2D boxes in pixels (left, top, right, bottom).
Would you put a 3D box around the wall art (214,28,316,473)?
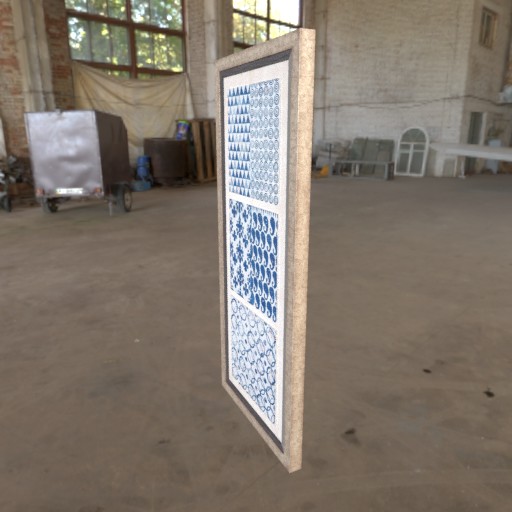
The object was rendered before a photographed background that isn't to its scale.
[{"bbox_3d":[0.000,0.000,1.696,0.051,1.461,0.648,-8,17,-25],"label":"wall art"}]
